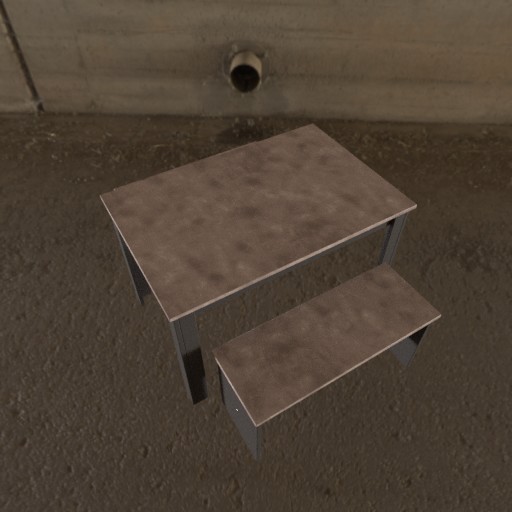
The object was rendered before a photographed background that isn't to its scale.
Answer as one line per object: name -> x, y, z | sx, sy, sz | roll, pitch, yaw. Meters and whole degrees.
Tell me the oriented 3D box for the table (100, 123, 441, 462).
table -> 0.000, 0.000, 2.102 | 1.100, 0.700, 1.443 | -24, 52, -20
